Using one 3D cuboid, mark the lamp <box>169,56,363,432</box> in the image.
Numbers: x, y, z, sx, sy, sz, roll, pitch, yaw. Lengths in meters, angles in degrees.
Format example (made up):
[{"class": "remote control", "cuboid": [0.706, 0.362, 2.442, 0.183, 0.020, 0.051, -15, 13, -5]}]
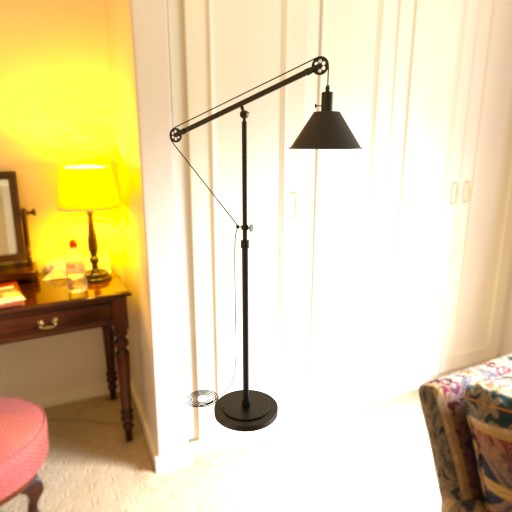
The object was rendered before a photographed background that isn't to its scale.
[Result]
[{"class": "lamp", "cuboid": [0.000, 0.000, 1.999, 0.904, 1.626, 0.319, 7, 16, 26]}]
